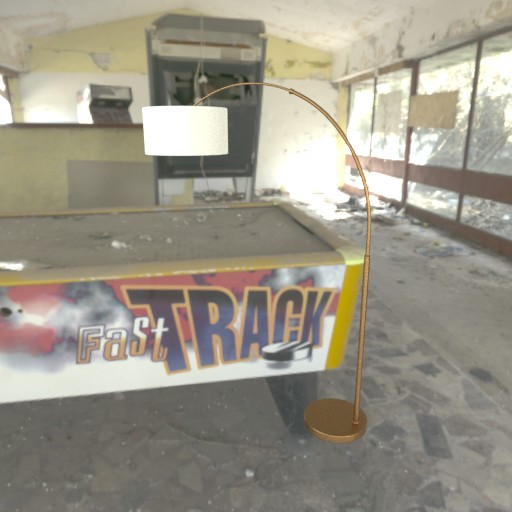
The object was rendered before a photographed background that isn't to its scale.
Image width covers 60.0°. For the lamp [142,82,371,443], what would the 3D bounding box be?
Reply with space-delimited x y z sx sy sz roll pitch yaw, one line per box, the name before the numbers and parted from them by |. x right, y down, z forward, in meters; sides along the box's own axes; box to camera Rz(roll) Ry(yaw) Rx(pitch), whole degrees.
lamp | 0.000 0.000 2.623 1.434 1.927 0.493 8 17 27
